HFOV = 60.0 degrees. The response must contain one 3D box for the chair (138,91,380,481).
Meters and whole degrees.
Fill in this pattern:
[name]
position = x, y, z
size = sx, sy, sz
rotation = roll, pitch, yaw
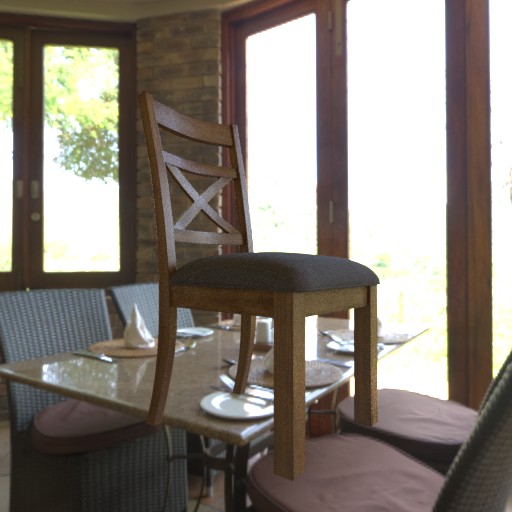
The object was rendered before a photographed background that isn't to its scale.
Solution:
[chair]
position = 0.000, 0.000, 1.272
size = 0.581, 0.949, 0.470
rotation = -1, -1, 38
